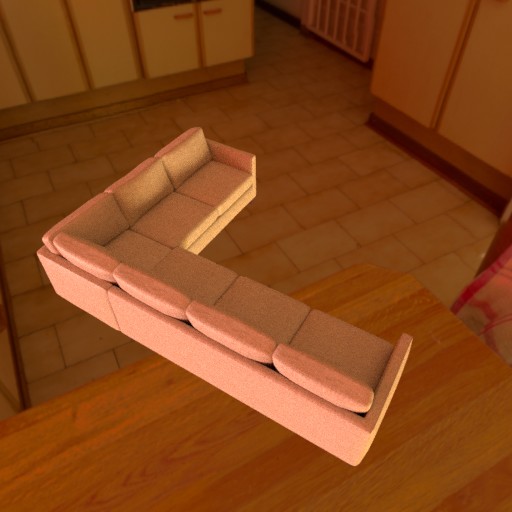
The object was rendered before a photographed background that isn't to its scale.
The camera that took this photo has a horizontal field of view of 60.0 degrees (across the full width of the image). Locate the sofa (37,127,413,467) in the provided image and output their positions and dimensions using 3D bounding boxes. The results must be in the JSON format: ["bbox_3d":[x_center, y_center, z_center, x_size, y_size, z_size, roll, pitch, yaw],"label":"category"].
[{"bbox_3d":[0.000,0.000,4.426,3.333,0.934,2.522,23,50,21],"label":"sofa"}]
